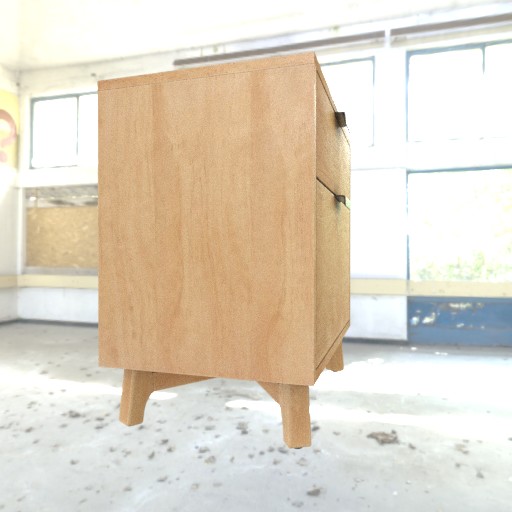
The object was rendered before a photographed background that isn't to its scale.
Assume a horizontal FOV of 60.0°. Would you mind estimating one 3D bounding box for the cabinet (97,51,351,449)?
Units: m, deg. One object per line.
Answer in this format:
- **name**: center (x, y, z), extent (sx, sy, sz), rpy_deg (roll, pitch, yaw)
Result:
- **cabinet**: center (0.000, 0.000, 0.960), extent (0.394, 0.599, 0.551), rpy_deg (0, 1, 17)
